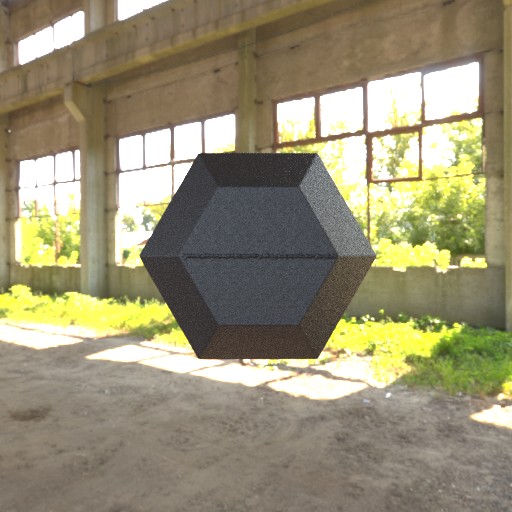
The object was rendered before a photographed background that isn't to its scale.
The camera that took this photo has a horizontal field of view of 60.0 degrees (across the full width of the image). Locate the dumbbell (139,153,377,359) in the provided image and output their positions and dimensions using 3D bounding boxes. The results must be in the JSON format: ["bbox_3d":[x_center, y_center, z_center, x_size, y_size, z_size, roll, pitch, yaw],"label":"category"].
[{"bbox_3d":[0.000,0.000,0.376,0.129,0.113,0.315,0,0,0],"label":"dumbbell"}]
